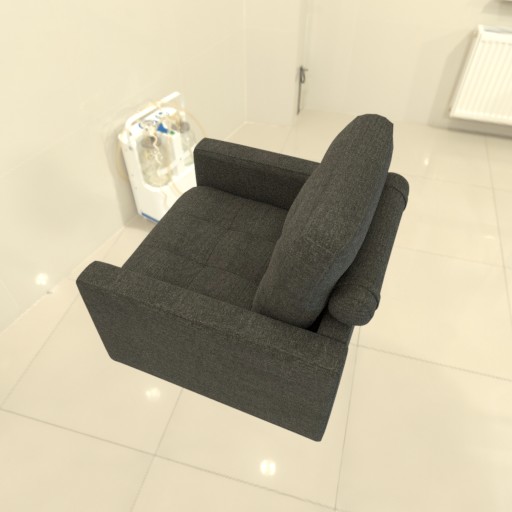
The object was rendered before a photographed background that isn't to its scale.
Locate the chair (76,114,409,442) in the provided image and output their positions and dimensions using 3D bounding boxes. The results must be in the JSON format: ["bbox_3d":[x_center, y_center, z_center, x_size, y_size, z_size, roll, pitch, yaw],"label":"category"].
[{"bbox_3d":[0.000,0.000,1.502,0.843,0.880,0.821,17,49,15],"label":"chair"}]
